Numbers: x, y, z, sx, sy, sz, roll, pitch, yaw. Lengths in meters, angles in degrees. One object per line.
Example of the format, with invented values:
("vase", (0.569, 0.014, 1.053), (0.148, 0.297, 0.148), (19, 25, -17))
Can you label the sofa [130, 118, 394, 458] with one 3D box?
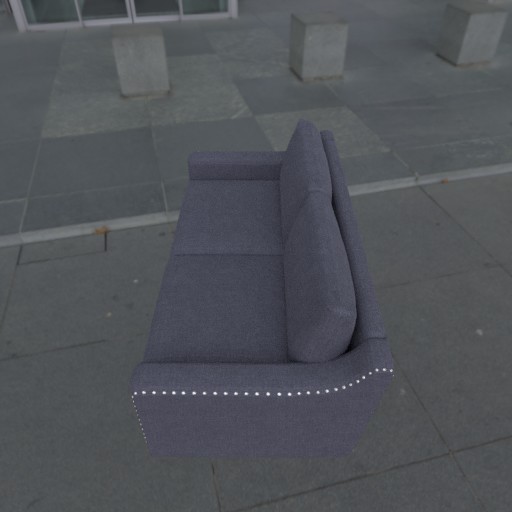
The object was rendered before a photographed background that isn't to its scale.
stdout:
("sofa", (0.000, 0.000, 3.284), (1.336, 1.196, 2.550), (0, 41, 1))
